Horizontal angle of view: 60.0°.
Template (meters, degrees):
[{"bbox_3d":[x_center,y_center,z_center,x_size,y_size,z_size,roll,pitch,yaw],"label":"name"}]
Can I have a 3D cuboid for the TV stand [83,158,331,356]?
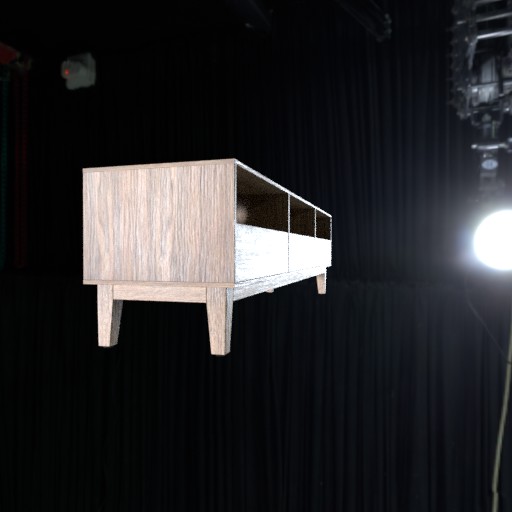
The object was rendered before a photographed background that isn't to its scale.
[{"bbox_3d":[0.000,0.000,1.662,0.366,0.409,1.482,0,1,17],"label":"TV stand"}]
